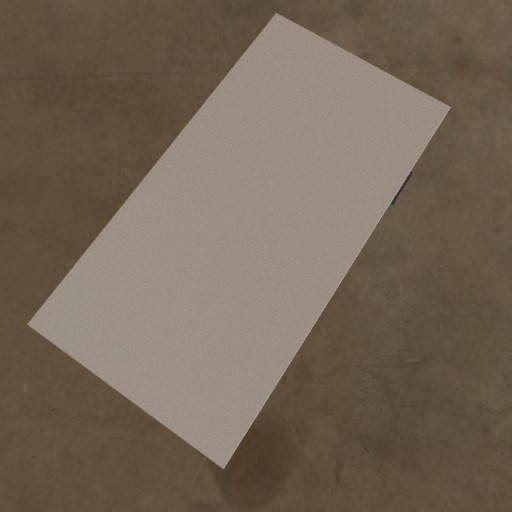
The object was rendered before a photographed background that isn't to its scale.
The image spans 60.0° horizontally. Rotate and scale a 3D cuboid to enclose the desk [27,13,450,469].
[{"bbox_3d":[0.000,0.000,1.285,0.482,0.730,0.898,33,77,9],"label":"desk"}]
